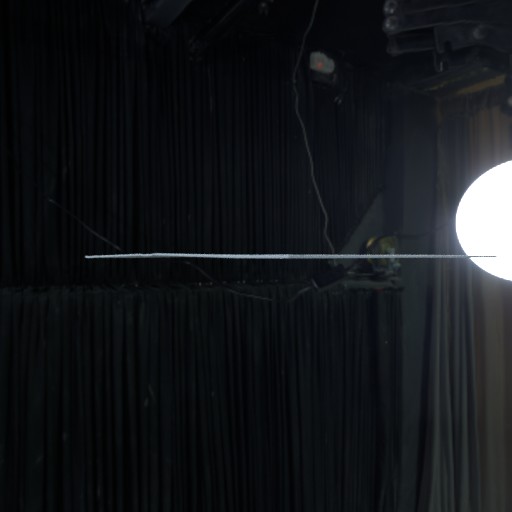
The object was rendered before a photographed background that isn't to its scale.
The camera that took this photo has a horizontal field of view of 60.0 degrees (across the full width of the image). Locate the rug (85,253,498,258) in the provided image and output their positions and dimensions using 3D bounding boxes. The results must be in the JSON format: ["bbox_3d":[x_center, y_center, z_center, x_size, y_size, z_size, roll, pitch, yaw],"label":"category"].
[{"bbox_3d":[0.000,0.000,2.258,1.174,0.022,1.853,0,0,-37],"label":"rug"}]
